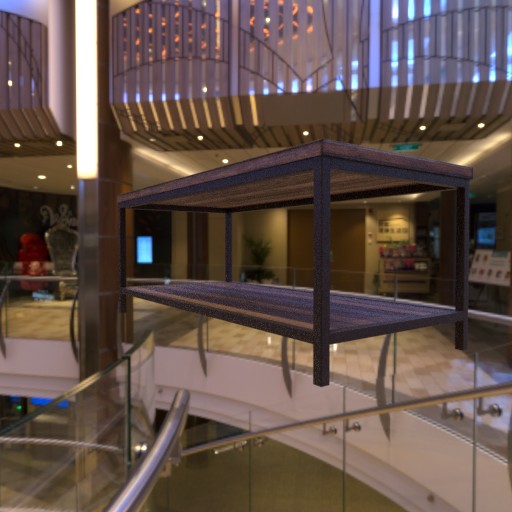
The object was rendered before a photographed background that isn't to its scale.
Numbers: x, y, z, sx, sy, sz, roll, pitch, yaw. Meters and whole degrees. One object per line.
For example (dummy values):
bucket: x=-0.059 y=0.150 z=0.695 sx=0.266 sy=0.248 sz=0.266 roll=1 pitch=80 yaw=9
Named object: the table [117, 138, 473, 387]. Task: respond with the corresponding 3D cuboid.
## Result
table: x=0.000 y=0.000 z=1.240 sx=0.452 sy=0.399 sz=0.990 roll=-1 pitch=2 yaw=-36
